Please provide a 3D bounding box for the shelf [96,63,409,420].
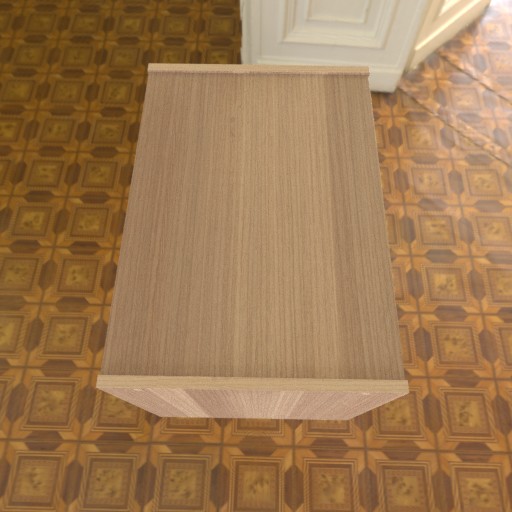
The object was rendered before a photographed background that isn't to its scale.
[{"bbox_3d":[0.000,0.000,0.635,0.290,0.305,0.415,1,65,0],"label":"shelf"}]
